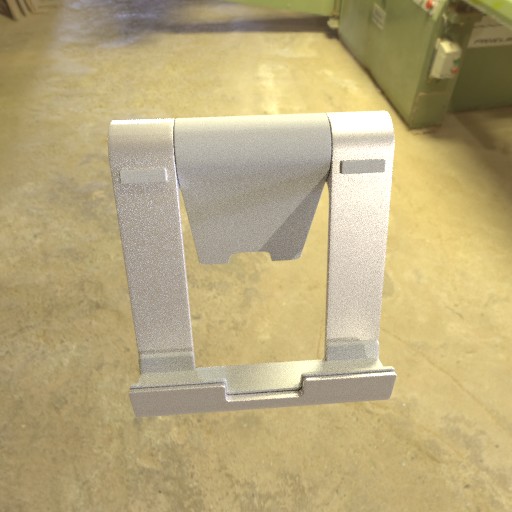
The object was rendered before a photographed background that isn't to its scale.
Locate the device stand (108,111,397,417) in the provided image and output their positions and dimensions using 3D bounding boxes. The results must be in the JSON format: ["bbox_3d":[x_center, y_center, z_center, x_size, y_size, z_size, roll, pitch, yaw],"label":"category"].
[{"bbox_3d":[0.000,0.000,0.154,0.086,0.084,0.079,-3,46,-3],"label":"device stand"}]
